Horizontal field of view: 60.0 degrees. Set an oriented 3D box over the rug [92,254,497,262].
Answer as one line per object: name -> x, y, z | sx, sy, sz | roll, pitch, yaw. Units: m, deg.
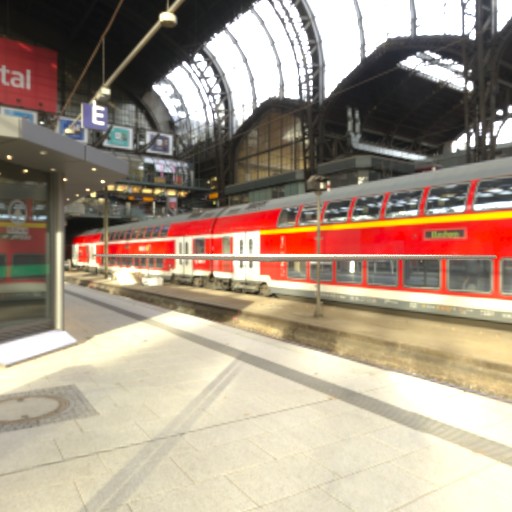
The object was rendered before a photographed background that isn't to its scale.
rug -> 0.000, 0.000, 2.060 | 1.067, 0.013, 1.676 | 0, 1, -34
